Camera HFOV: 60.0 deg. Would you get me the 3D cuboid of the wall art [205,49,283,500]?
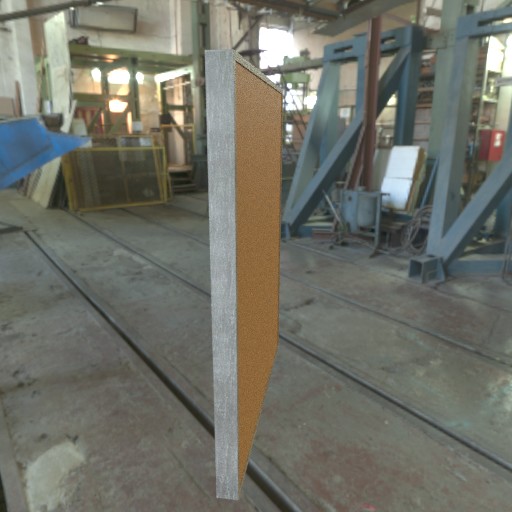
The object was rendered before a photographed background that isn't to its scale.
[{"bbox_3d":[0.000,0.000,0.690,0.032,0.521,0.421,3,16,9],"label":"wall art"}]
